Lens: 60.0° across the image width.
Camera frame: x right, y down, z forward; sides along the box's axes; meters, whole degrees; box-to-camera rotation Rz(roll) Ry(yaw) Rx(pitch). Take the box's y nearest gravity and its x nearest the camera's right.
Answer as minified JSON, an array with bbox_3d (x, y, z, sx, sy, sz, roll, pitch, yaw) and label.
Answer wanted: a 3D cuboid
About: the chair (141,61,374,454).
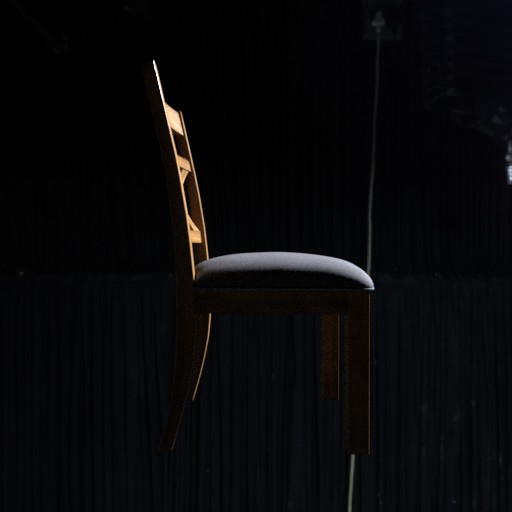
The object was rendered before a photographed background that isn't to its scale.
[{"bbox_3d":[0.000,0.000,1.279,0.581,0.949,0.470,0,1,0],"label":"chair"}]
